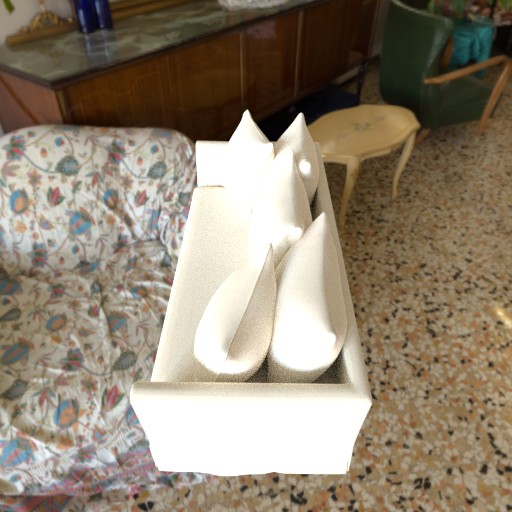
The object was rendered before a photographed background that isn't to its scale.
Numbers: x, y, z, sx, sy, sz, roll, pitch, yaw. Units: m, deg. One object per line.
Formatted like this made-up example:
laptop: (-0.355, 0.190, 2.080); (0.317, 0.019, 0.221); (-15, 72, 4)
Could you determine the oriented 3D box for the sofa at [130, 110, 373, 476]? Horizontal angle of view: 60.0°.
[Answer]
sofa: (0.000, 0.000, 2.755); (1.031, 1.034, 2.290); (1, 40, 1)
